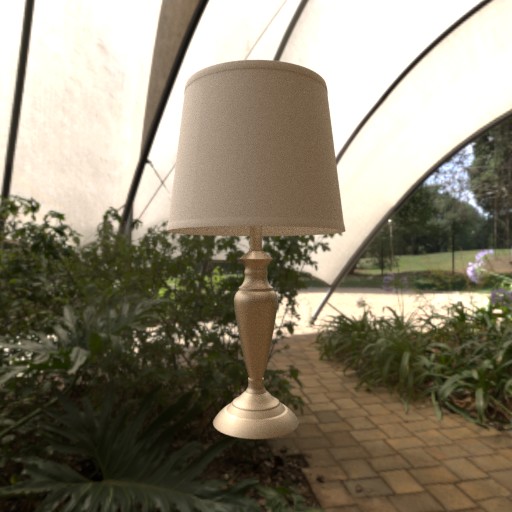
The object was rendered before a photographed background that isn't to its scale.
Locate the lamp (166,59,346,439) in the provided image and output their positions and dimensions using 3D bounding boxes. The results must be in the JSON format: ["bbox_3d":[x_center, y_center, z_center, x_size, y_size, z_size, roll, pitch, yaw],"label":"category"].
[{"bbox_3d":[0.000,0.000,0.829,0.328,0.619,0.328,0,0,0],"label":"lamp"}]
